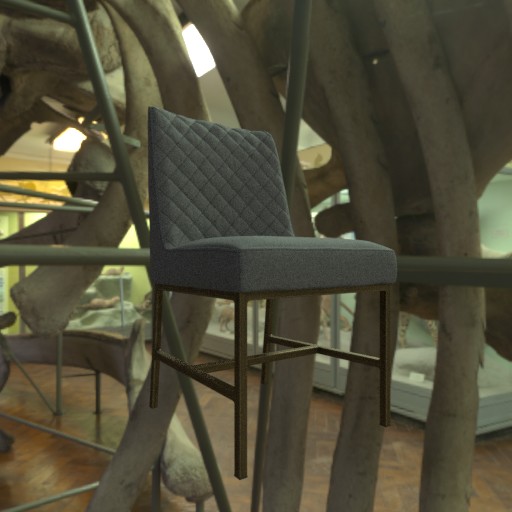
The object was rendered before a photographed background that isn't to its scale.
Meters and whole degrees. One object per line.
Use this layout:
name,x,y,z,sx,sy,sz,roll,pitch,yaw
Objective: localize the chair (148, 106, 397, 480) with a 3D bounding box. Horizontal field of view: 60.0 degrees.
chair,0.000,0.000,1.239,0.508,0.889,0.587,0,0,-36
